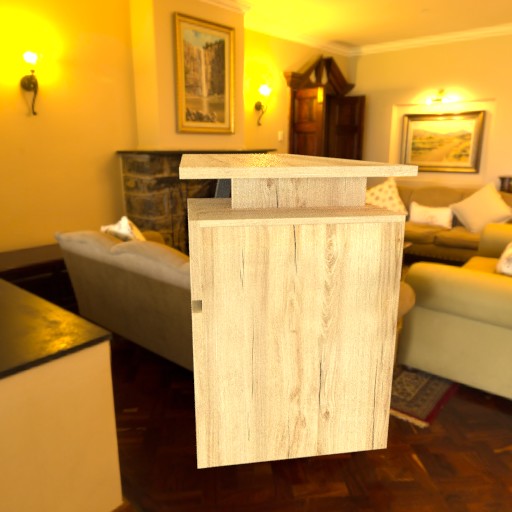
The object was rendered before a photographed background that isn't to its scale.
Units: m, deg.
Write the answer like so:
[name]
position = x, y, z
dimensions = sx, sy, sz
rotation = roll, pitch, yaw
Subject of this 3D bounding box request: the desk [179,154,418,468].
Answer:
[desk]
position = 0.000, 0.000, 1.757
dimensions = 0.550, 0.760, 1.400
rotation = -2, 14, -9
